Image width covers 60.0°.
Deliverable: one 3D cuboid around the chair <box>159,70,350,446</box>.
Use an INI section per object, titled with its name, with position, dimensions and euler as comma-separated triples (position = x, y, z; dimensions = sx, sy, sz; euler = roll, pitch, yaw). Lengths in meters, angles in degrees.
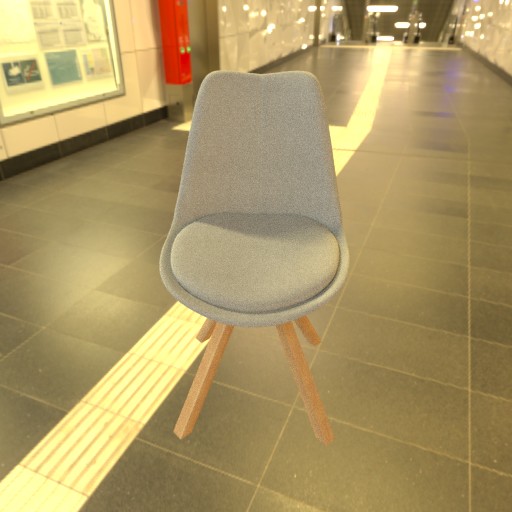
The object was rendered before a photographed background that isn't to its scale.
[chair]
position = 0.000, 0.000, 1.189
dimensions = 0.474, 0.863, 0.549
euler = 2, 30, 3
